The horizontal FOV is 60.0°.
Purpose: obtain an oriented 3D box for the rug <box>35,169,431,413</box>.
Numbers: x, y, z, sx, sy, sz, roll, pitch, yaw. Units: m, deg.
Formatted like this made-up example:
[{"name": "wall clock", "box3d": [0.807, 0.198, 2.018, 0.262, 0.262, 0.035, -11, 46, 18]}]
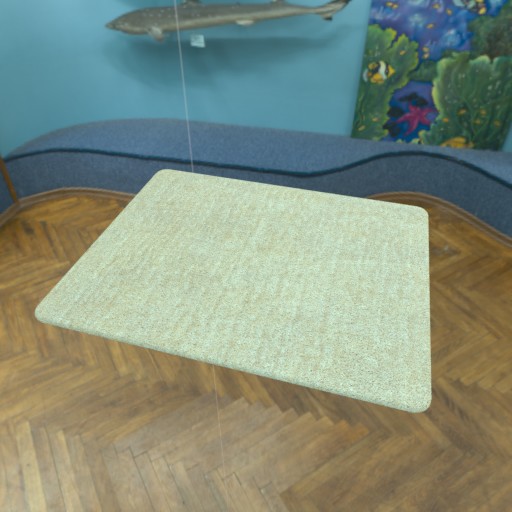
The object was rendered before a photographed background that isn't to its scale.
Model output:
[{"name": "rug", "box3d": [0.000, 0.000, 3.370, 2.528, 0.048, 2.009, 10, 42, 12]}]
